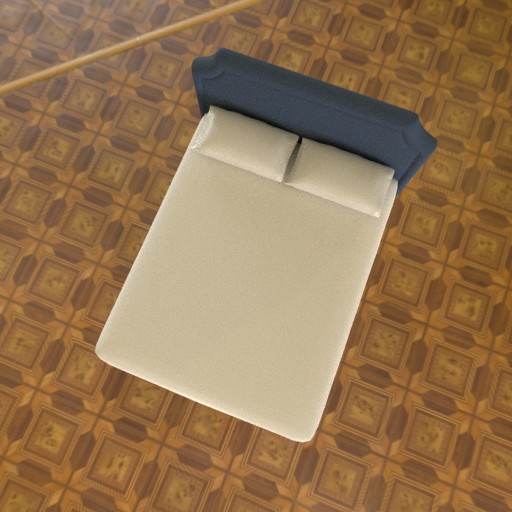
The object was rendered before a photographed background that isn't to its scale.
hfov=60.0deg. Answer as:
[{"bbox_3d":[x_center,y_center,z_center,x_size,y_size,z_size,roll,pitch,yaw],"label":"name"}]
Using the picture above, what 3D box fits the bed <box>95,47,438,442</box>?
[{"bbox_3d":[0.000,0.000,3.279,1.831,1.297,2.260,21,77,5],"label":"bed"}]
